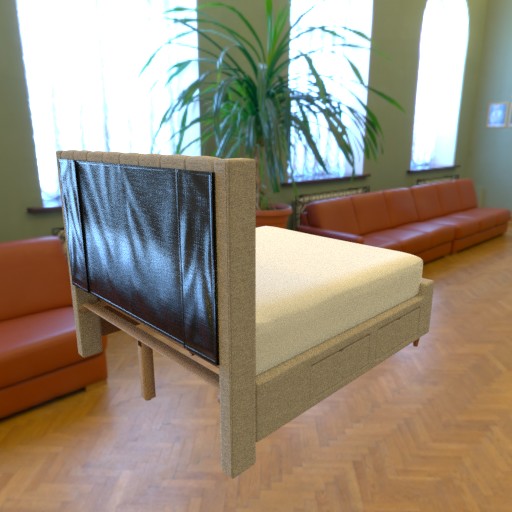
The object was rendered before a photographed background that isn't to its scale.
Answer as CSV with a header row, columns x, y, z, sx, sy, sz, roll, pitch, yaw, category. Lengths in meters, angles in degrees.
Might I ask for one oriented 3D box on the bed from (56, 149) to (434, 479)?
x,y,z,sx,sy,sz,roll,pitch,yaw,category
0.000,0.000,3.715,2.372,1.748,2.044,-14,20,-42,bed
